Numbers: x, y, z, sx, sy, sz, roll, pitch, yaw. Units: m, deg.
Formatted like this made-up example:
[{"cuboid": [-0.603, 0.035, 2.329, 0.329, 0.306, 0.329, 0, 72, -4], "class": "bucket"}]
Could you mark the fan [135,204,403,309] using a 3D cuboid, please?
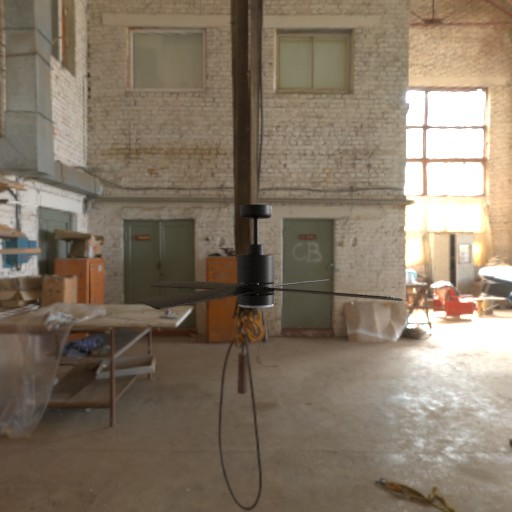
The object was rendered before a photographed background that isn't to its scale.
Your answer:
[{"cuboid": [0.000, 0.000, 2.370, 1.525, 0.534, 1.525, 1, 1, 36], "class": "fan"}]
